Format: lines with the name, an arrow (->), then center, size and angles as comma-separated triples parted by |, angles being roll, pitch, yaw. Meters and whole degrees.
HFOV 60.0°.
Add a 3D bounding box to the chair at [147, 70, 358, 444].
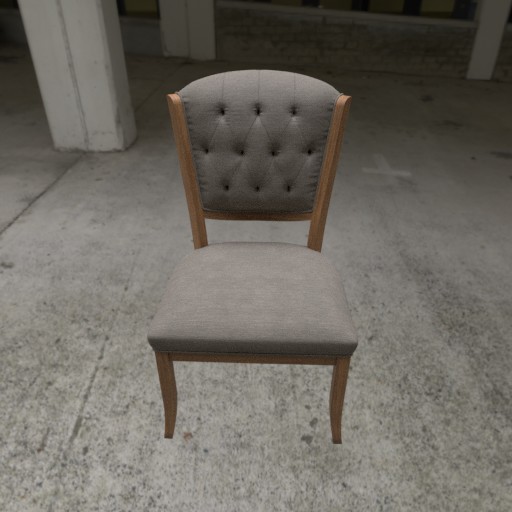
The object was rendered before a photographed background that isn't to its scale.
chair -> 0.000, 0.000, 1.266 | 0.513, 0.905, 0.584 | 1, 33, 2
